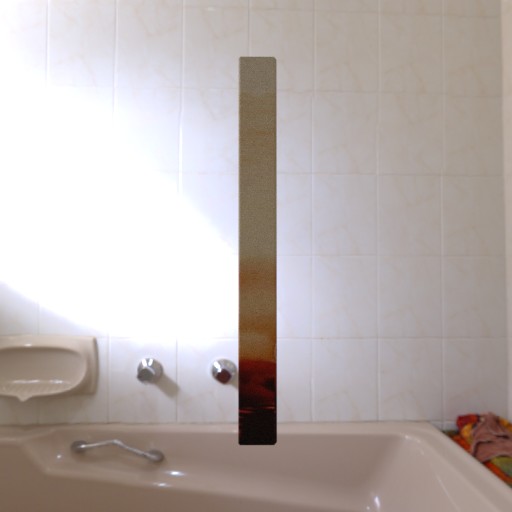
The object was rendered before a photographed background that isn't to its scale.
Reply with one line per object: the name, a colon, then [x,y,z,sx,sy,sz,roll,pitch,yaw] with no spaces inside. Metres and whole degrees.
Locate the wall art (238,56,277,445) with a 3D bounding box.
wall art: [0.000,0.000,0.763,0.040,0.402,0.613,0,-1,0]
